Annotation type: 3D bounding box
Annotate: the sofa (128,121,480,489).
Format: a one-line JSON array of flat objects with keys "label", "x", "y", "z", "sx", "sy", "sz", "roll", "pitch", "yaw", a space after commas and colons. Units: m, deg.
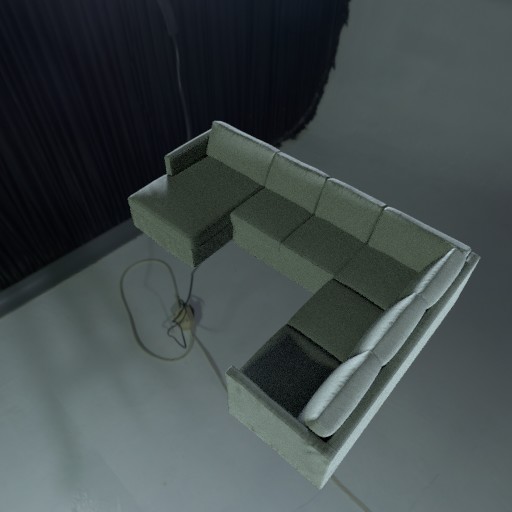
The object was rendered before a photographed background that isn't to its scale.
[{"label": "sofa", "x": 0.000, "y": 0.000, "z": 4.435, "sx": 3.434, "sy": 0.869, "sz": 2.440, "roll": 33, "pitch": 56, "yaw": 26}]
